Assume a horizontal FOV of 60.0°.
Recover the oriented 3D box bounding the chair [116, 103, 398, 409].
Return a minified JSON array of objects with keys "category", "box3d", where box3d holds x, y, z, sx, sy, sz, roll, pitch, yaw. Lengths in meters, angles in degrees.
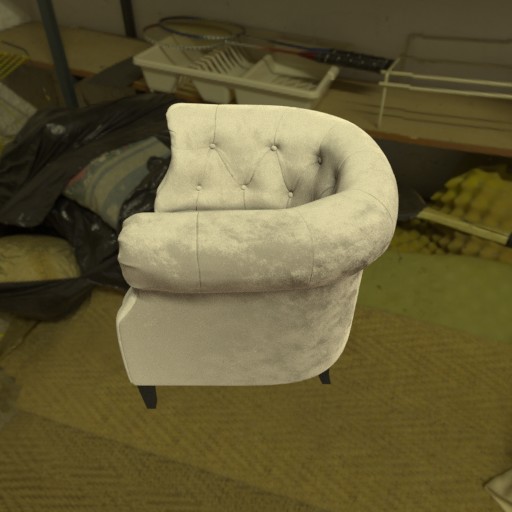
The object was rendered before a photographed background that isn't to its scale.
[{"category":"chair","box3d":[0.000,0.000,1.591,0.851,0.826,0.904,0,40,0]}]
